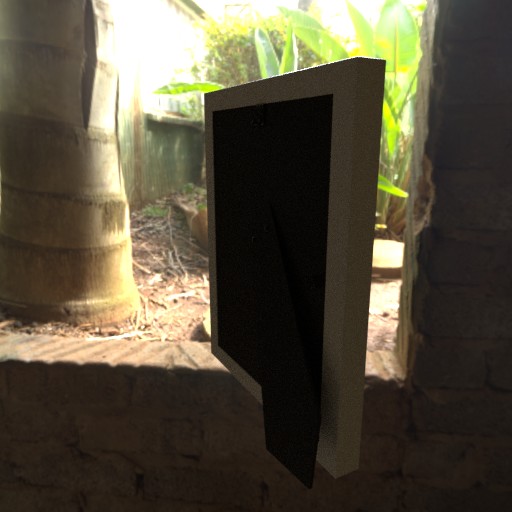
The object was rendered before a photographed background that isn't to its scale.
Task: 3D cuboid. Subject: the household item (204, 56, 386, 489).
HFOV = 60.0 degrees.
[{"bbox_3d":[0.000,0.000,0.335,0.045,0.250,0.200,-8,16,-28],"label":"household item"}]
